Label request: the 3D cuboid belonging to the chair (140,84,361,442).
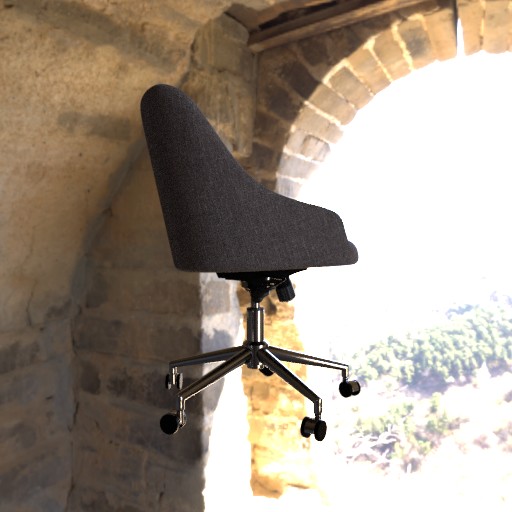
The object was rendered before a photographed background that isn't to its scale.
[{"bbox_3d":[0.000,0.000,1.417,0.712,0.950,0.671,0,0,-18],"label":"chair"}]
